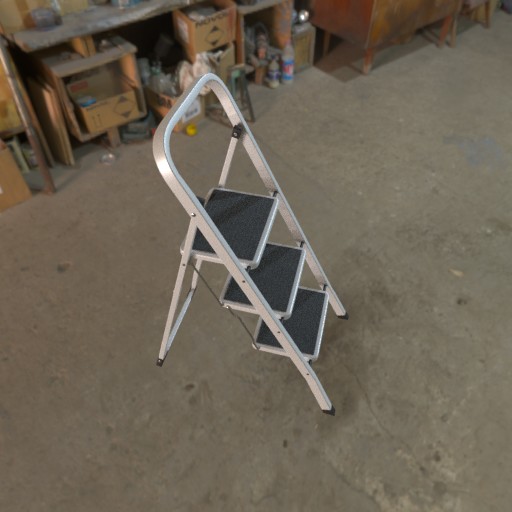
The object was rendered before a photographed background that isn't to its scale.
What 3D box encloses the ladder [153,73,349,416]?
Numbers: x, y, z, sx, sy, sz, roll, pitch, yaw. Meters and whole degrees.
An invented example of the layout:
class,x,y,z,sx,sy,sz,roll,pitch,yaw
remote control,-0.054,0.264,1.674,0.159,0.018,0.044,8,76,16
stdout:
class,x,y,z,sx,sy,sz,roll,pitch,yaw
ladder,0.000,0.000,1.442,0.711,1.050,0.460,11,48,10
